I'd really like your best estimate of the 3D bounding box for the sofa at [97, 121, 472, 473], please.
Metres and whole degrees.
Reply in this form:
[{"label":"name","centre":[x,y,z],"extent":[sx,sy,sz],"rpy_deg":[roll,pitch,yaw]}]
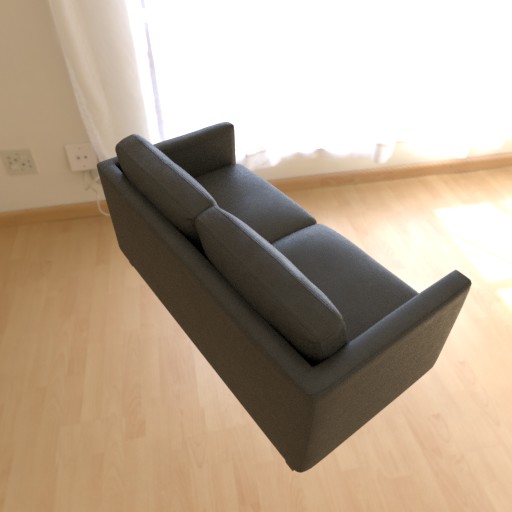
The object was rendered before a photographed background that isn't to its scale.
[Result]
[{"label":"sofa","centre":[0.000,0.000,2.403],"extent":[0.951,0.933,1.883],"rpy_deg":[-27,49,-26]}]
